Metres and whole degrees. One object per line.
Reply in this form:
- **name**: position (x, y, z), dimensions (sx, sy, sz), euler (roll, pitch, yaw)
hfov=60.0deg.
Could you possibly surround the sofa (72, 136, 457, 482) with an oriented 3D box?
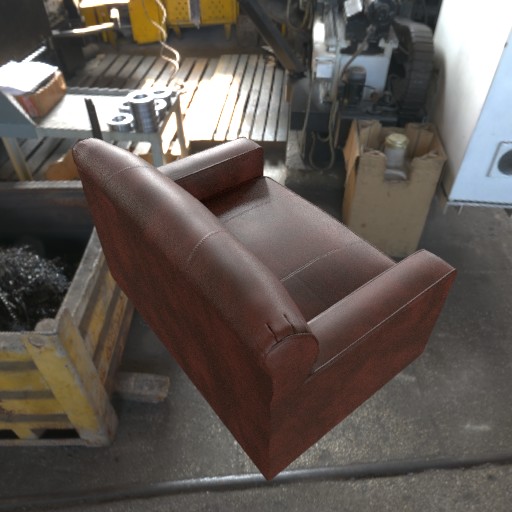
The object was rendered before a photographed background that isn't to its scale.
- **sofa**: position (0.000, 0.000, 2.004), dimensions (1.000, 0.956, 1.413), euler (-28, 49, -27)
